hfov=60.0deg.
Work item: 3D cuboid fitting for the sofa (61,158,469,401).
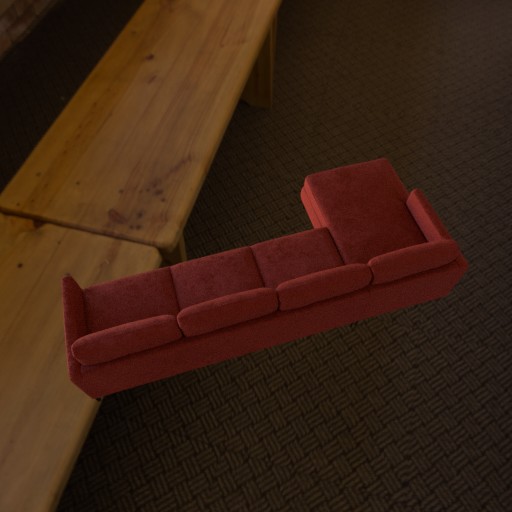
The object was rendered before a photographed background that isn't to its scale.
[{"bbox_3d":[0.000,0.000,2.972,2.467,0.663,1.136,-15,59,-9],"label":"sofa"}]
